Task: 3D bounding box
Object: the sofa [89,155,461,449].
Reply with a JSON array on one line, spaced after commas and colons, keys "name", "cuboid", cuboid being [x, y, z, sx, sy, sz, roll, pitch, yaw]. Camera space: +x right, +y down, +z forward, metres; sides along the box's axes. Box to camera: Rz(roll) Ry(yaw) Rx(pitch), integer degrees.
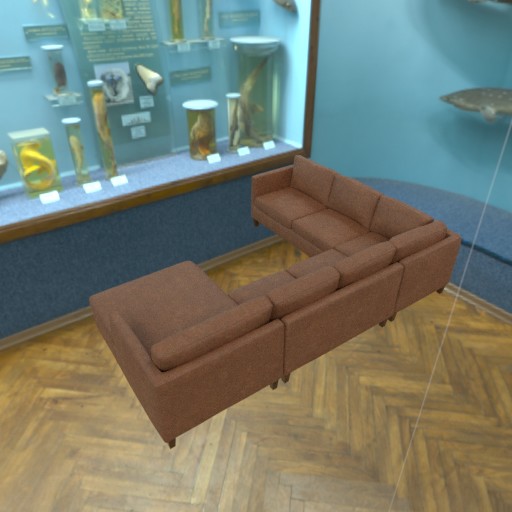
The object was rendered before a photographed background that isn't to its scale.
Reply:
[{"name": "sofa", "cuboid": [0.000, 0.000, 4.762, 3.460, 0.923, 2.593, -21, 39, -29]}]
